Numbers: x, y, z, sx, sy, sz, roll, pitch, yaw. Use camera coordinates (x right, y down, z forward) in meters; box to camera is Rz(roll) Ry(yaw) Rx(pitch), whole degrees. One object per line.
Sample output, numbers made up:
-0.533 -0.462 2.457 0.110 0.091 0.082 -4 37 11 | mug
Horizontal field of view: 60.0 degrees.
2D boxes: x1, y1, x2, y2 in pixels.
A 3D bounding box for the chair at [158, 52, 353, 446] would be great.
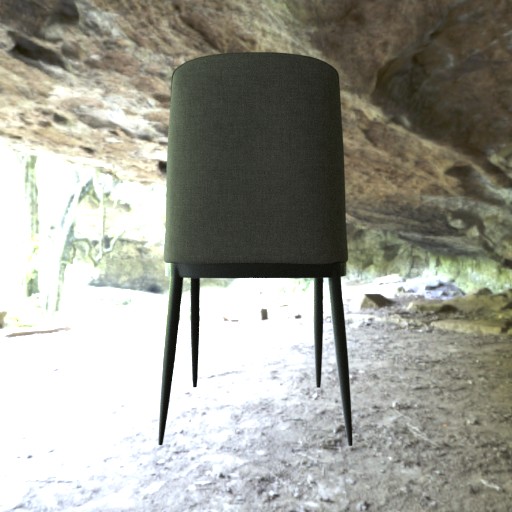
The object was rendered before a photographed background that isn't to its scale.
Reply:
0.000 0.000 1.186 0.488 0.855 0.550 0 0 0 | chair
